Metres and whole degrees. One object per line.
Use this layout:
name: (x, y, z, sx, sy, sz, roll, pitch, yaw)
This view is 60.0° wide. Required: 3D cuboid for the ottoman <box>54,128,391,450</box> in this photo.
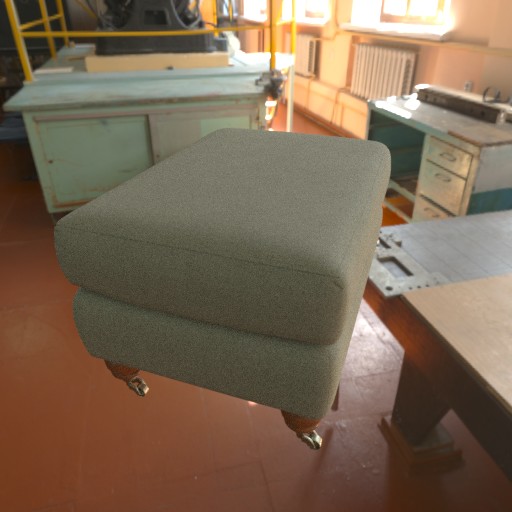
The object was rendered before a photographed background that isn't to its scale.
ottoman: (0.000, 0.000, 1.139, 0.569, 0.504, 0.773, 10, 31, 17)
